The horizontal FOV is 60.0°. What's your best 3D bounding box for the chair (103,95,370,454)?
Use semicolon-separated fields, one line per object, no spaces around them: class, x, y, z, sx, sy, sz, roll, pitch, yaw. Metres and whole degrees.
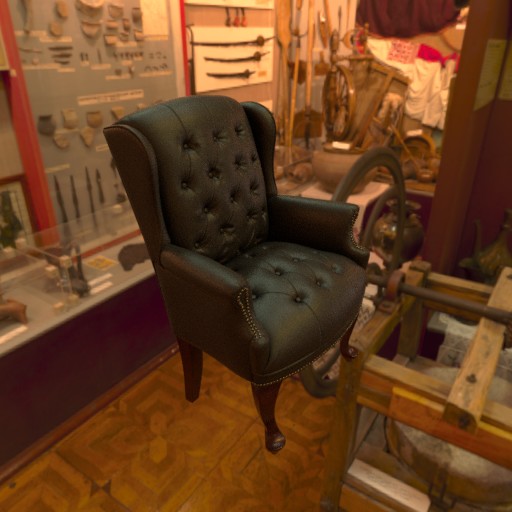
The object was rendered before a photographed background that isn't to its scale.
chair;0.000;0.000;1.683;0.762;1.111;0.838;18;32;32
